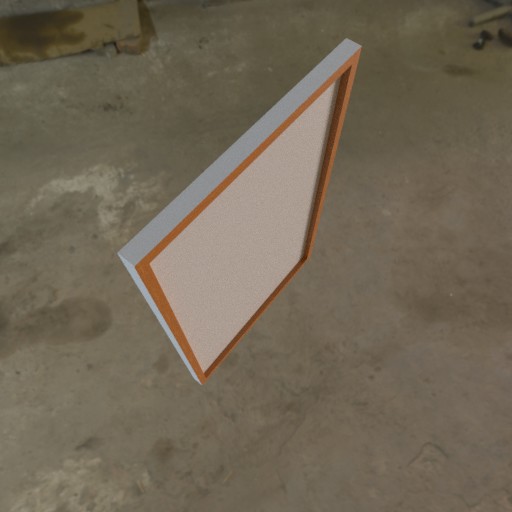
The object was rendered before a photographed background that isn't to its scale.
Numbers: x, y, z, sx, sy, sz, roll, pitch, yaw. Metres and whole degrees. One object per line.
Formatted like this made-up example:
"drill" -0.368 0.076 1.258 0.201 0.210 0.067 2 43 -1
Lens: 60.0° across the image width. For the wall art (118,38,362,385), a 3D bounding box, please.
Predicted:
"wall art" 0.000 0.000 1.166 0.037 0.916 0.610 36 69 16
